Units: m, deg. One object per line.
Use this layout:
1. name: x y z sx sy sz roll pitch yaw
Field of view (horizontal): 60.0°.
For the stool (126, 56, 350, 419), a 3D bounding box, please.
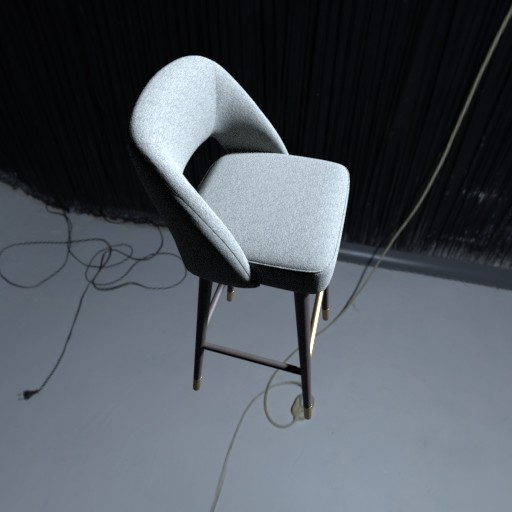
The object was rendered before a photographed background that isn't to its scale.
1. stool: 0.000 0.000 1.384 0.524 1.089 0.536 11 47 10
